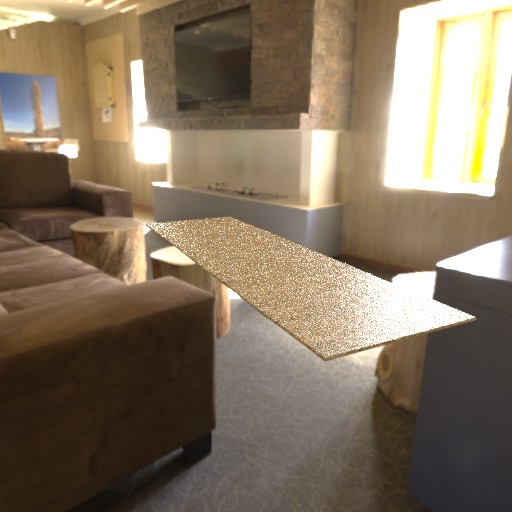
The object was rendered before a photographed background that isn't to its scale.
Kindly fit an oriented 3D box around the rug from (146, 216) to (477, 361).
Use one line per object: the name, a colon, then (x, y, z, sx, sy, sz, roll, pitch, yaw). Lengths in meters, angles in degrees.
rug: (0.000, 0.000, 2.487, 0.700, 0.014, 2.290, -8, 18, -26)
